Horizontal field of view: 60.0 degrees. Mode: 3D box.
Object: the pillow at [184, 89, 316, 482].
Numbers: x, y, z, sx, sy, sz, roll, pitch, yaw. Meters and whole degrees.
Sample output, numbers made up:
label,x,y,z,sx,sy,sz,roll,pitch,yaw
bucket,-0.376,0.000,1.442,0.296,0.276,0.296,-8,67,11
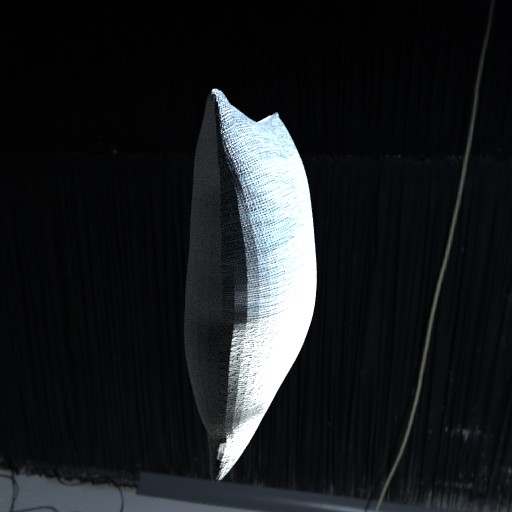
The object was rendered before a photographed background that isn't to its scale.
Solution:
label,x,y,z,sx,sy,sz,roll,pitch,yaw
pillow,0.000,0.000,0.669,0.182,0.441,0.440,3,16,10
